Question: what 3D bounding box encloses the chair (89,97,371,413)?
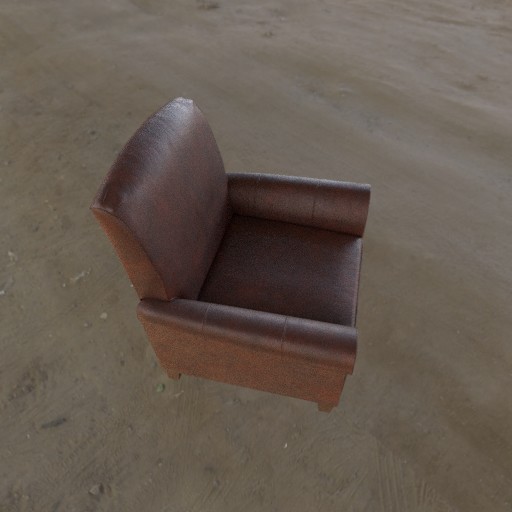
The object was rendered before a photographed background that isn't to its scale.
[{"bbox_3d":[0.000,0.000,1.858,0.902,1.061,0.978,10,46,9],"label":"chair"}]
